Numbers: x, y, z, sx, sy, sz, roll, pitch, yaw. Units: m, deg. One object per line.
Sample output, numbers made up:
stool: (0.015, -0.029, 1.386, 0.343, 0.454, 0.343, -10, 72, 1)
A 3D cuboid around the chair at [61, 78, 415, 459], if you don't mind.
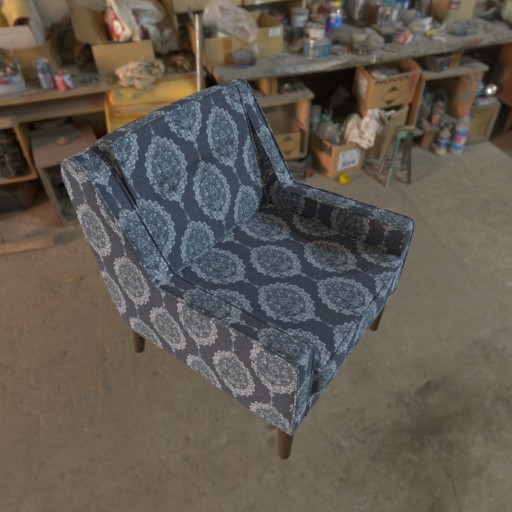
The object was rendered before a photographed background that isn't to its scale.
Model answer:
chair: (0.000, 0.000, 1.327, 0.743, 0.792, 0.663, 26, 48, 27)
